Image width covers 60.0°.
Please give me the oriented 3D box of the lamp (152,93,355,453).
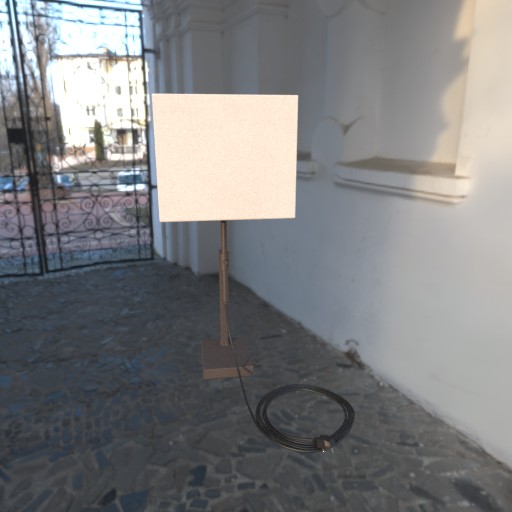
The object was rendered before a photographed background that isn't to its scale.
[{"bbox_3d":[0.000,0.000,0.968,0.399,0.660,0.504,-2,16,-8],"label":"lamp"}]
